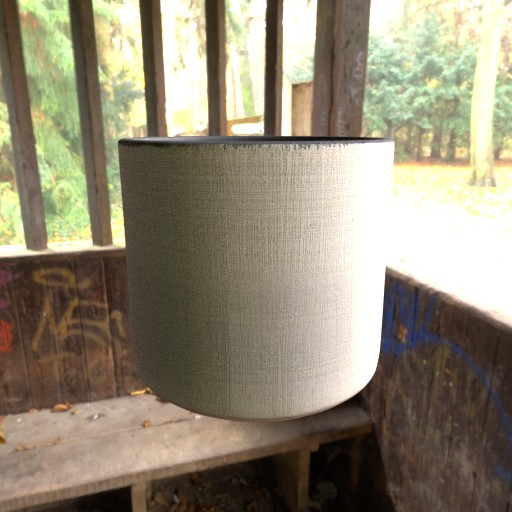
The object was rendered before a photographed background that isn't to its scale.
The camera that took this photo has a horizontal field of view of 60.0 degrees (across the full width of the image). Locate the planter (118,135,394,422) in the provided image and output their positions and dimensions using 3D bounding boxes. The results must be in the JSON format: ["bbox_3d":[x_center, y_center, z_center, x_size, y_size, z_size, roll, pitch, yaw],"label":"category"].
[{"bbox_3d":[0.000,0.000,0.389,0.221,0.201,0.221,0,16,0],"label":"planter"}]
